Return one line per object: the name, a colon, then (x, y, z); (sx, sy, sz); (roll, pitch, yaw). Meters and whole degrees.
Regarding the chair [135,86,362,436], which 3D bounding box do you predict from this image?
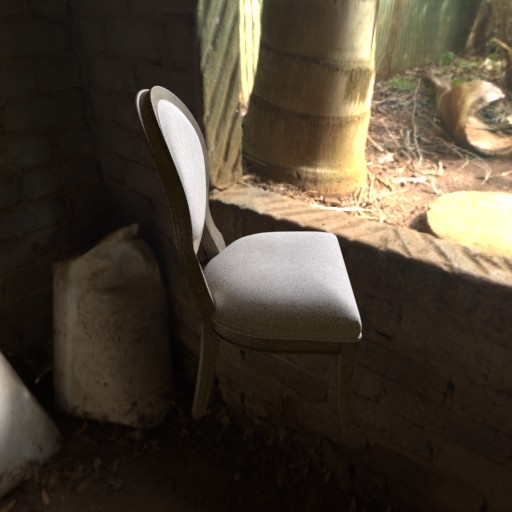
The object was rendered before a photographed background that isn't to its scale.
chair: (0.000, 0.000, 1.375); (0.602, 0.990, 0.558); (1, 30, 1)
